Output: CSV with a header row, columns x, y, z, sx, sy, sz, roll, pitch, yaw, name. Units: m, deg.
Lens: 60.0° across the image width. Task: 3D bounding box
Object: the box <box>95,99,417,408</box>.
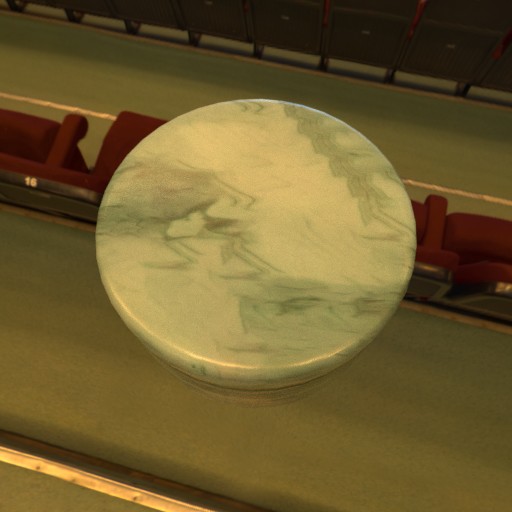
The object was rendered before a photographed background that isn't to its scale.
x,y,z,sx,sy,sz,roll,pitch,yaw,name
0.000,0.000,0.165,0.101,0.063,0.101,0,64,0,box
